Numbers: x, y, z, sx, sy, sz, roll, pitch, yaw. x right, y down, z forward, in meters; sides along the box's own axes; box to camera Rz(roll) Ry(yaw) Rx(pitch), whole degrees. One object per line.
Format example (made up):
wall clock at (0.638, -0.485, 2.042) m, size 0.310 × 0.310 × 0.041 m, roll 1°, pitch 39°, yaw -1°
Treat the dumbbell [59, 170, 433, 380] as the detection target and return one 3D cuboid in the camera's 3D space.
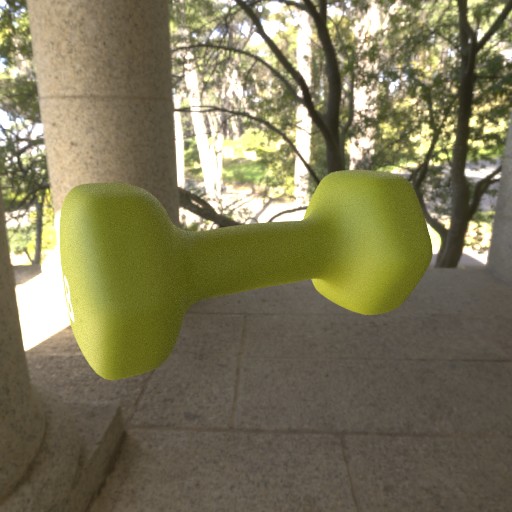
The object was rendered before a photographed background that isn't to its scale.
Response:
dumbbell at (0.000, 0.000, 0.204) m, size 0.164 × 0.072 × 0.080 m, roll -8°, pitch 18°, yaw -27°
